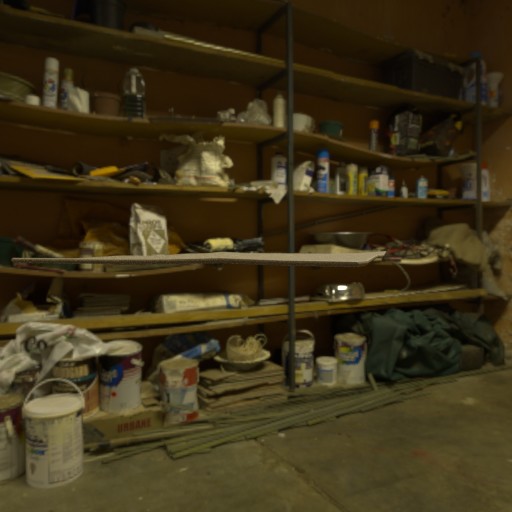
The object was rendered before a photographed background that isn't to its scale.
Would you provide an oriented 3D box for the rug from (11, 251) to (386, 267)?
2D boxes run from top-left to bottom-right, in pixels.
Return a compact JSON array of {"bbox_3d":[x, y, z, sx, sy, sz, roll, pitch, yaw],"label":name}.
[{"bbox_3d":[0.000,0.000,2.914,1.553,0.053,2.430,0,1,18],"label":"rug"}]
